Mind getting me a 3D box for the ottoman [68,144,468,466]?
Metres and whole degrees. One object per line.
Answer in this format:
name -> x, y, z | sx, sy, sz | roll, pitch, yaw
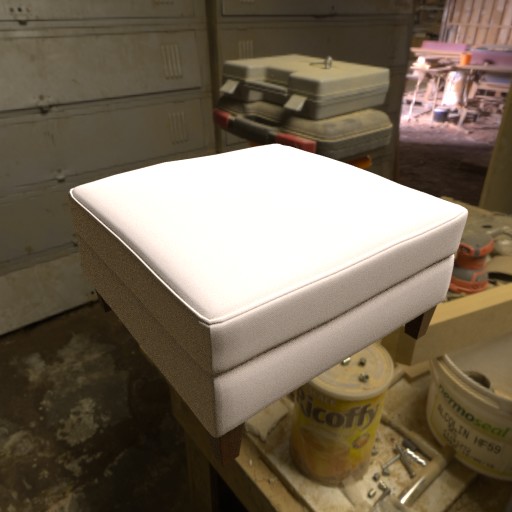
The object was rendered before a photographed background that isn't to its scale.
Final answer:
ottoman -> 0.000, 0.000, 1.345 | 0.838, 0.479, 0.838 | -20, 35, -32
